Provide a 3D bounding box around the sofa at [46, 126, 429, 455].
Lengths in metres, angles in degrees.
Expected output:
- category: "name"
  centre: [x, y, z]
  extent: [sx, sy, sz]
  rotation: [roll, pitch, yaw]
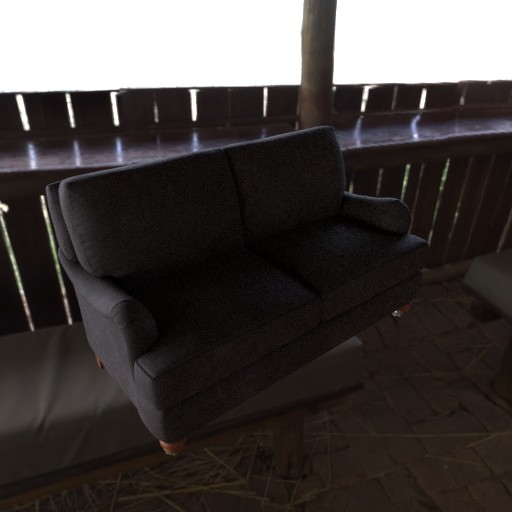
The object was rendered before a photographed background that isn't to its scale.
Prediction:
- category: "sofa"
  centre: [0.000, 0.000, 2.461]
  extent: [1.853, 1.101, 1.084]
  rotation: [-21, 35, -33]
